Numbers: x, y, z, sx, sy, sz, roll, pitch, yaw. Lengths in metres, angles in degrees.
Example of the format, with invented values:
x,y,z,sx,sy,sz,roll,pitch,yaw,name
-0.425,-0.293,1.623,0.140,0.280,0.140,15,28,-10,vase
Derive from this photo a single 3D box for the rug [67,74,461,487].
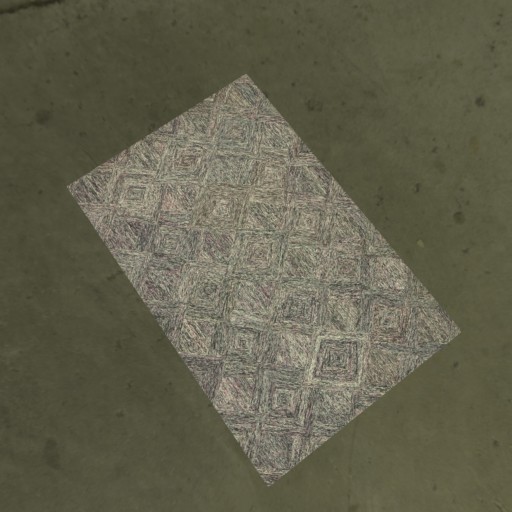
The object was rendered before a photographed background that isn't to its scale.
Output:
x,y,z,sx,sy,sz,roll,pitch,yaw,name
0.000,0.000,2.886,1.501,0.017,2.298,-35,78,-8,rug
